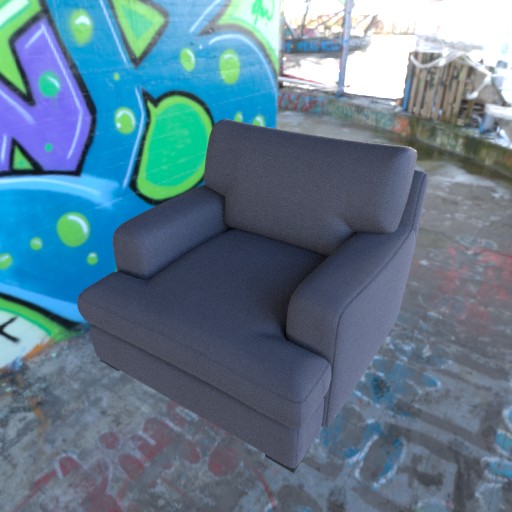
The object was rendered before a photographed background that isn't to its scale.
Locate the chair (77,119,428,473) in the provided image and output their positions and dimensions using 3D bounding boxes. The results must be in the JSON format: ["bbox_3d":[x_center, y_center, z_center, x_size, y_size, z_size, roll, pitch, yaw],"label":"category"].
[{"bbox_3d":[0.000,0.000,1.957,1.168,0.940,1.143,18,34,29],"label":"chair"}]
